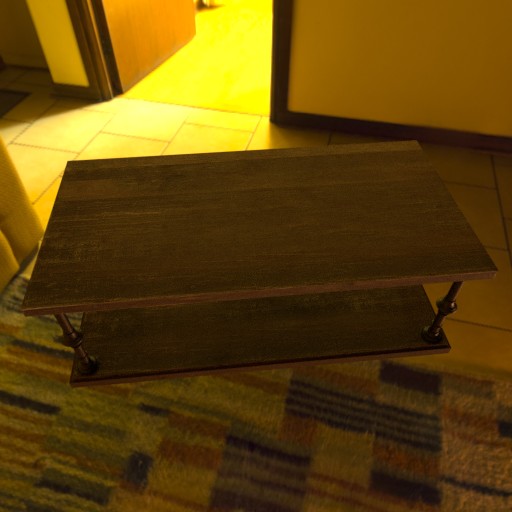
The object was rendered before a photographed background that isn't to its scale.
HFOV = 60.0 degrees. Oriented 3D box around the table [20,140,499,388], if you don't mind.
[{"bbox_3d":[0.000,0.000,1.326,1.088,0.373,0.554,-4,47,-4],"label":"table"}]
